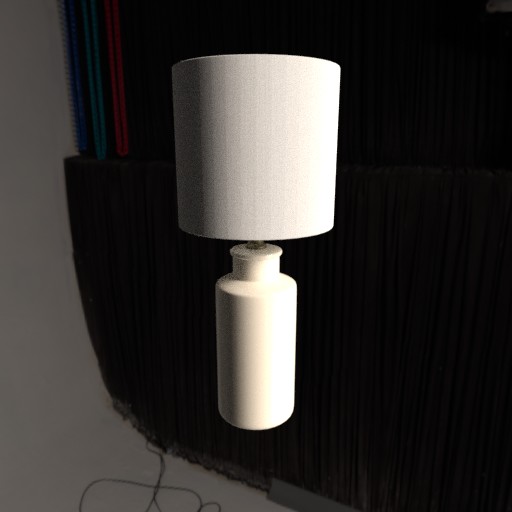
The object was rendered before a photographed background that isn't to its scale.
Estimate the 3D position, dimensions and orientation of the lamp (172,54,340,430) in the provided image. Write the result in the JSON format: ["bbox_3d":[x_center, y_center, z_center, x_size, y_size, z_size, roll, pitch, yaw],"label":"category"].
[{"bbox_3d":[0.000,0.000,0.629,0.212,0.493,0.212,7,16,26],"label":"lamp"}]
